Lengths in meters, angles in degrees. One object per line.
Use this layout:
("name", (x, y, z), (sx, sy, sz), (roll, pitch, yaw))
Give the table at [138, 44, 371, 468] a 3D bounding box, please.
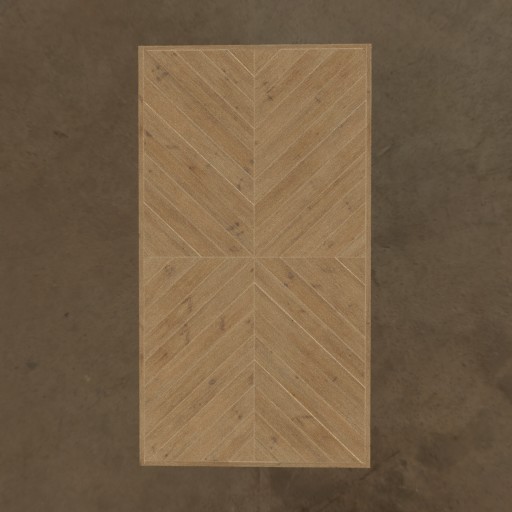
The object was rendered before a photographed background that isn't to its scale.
("table", (0.000, 0.000, 2.275), (0.991, 0.762, 1.803), (0, 91, 1))
